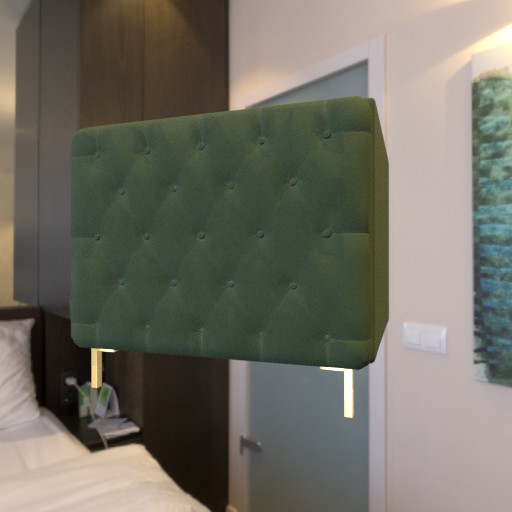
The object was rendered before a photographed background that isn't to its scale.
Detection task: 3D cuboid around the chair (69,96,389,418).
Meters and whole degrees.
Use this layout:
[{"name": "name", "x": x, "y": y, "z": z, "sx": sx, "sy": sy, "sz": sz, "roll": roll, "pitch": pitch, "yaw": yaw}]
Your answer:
[{"name": "chair", "x": 0.000, "y": 0.000, "z": 1.538, "sx": 0.855, "sy": 0.768, "sz": 0.917, "roll": 0, "pitch": 0, "yaw": 19}]
